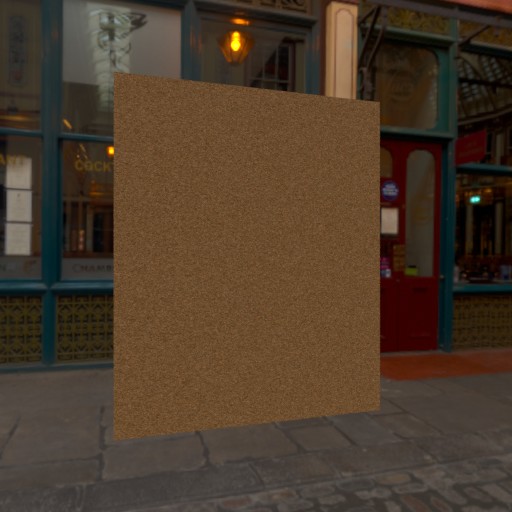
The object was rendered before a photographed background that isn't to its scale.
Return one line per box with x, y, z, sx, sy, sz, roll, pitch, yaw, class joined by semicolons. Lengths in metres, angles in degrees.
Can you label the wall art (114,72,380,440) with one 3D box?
0.000;0.000;0.765;0.467;0.567;0.033;0;0;-17;wall art
